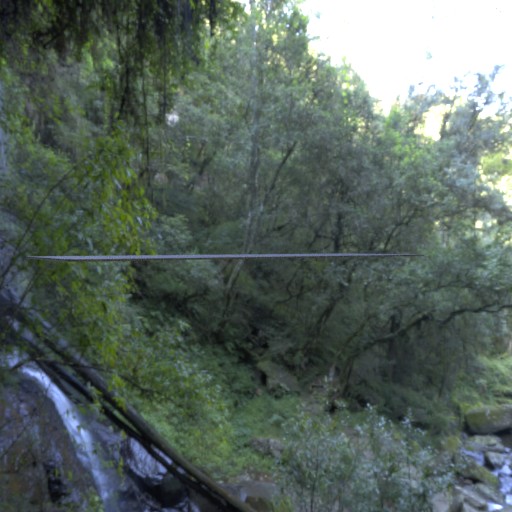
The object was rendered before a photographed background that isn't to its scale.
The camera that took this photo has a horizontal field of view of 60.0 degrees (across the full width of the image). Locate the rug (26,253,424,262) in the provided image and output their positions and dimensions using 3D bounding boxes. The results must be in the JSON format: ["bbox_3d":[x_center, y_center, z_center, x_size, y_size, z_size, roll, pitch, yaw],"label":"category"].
[{"bbox_3d":[0.000,0.000,2.741,2.436,0.013,0.807,-1,1,-37],"label":"rug"}]
